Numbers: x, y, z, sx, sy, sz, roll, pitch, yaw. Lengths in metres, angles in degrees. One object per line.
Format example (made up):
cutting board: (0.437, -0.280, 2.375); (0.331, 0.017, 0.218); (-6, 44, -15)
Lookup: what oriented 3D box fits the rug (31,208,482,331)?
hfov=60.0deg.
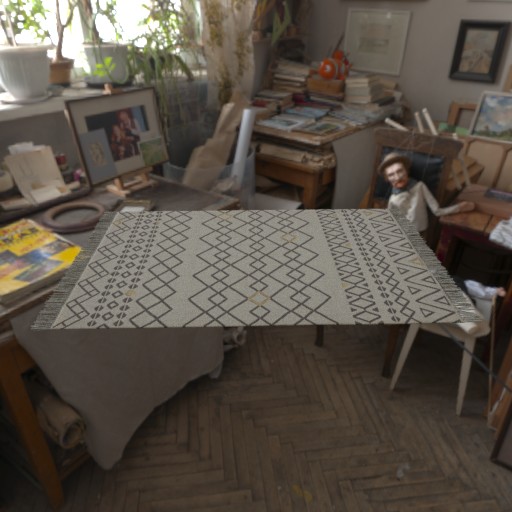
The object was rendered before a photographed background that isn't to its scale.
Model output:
rug: (0.000, 0.000, 3.030); (2.472, 0.035, 1.495); (-1, 30, -1)
